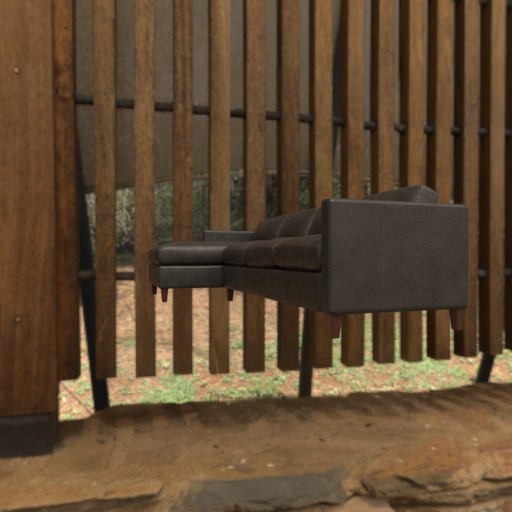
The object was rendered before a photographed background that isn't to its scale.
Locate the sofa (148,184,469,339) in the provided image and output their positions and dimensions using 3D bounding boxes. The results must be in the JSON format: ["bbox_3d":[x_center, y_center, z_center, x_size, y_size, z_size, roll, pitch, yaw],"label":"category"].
[{"bbox_3d":[0.000,0.000,3.873,1.581,0.883,3.203,0,0,-19],"label":"sofa"}]
